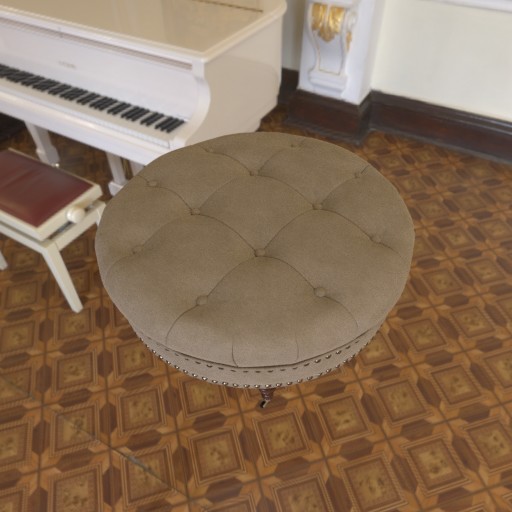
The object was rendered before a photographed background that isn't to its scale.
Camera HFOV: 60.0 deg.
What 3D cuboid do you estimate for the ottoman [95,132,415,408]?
[{"bbox_3d":[0.000,0.000,1.378,0.901,0.439,0.901,0,46,0],"label":"ottoman"}]
